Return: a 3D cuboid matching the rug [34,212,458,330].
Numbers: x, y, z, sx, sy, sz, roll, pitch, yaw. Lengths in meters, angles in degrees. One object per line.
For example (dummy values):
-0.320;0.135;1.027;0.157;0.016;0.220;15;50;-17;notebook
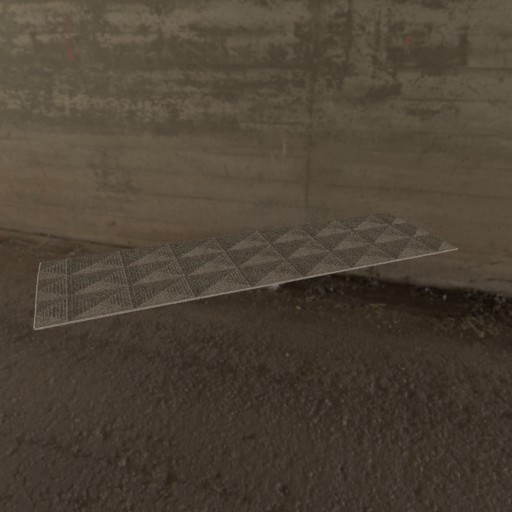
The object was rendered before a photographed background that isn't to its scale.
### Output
0.000;0.000;2.402;2.182;0.015;0.645;-9;27;-19;rug
